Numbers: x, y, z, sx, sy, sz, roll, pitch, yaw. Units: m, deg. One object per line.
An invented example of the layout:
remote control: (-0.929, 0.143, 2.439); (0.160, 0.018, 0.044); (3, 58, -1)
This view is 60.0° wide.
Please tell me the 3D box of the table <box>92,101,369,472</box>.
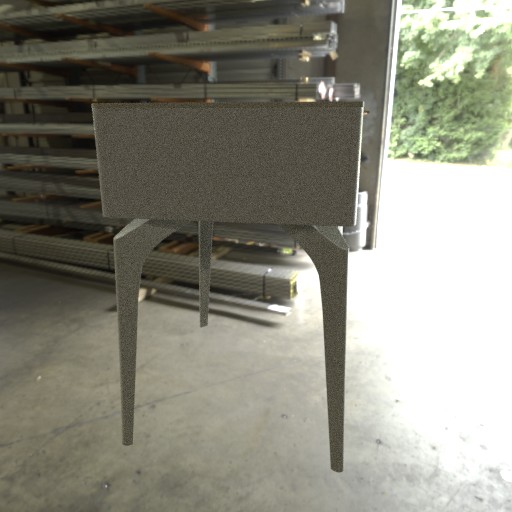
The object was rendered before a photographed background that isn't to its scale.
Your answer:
table: (0.000, 0.000, 0.900); (0.400, 0.570, 0.500); (3, 17, 9)
